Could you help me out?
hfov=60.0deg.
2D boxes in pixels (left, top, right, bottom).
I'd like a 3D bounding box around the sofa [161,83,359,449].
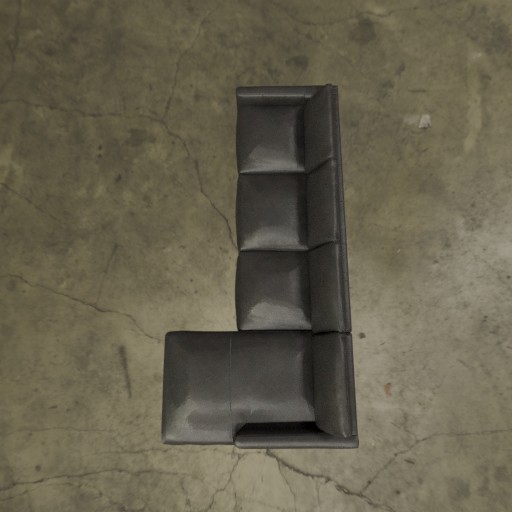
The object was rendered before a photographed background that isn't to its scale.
[{"bbox_3d":[0.000,0.000,3.751,1.471,0.859,2.993,0,77,0],"label":"sofa"}]
